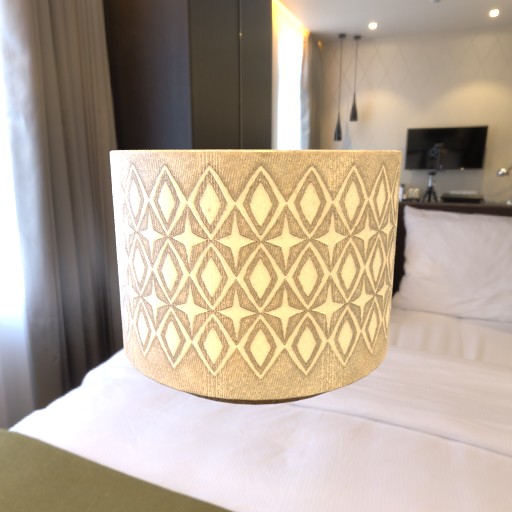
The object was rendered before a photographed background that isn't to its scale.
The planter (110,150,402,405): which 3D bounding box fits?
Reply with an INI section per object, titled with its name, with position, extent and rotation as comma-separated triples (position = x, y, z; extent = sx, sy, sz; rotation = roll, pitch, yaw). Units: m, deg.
[planter]
position = 0.000, 0.000, 0.313
extent = 0.186, 0.144, 0.186
rotation = 0, 13, 0
